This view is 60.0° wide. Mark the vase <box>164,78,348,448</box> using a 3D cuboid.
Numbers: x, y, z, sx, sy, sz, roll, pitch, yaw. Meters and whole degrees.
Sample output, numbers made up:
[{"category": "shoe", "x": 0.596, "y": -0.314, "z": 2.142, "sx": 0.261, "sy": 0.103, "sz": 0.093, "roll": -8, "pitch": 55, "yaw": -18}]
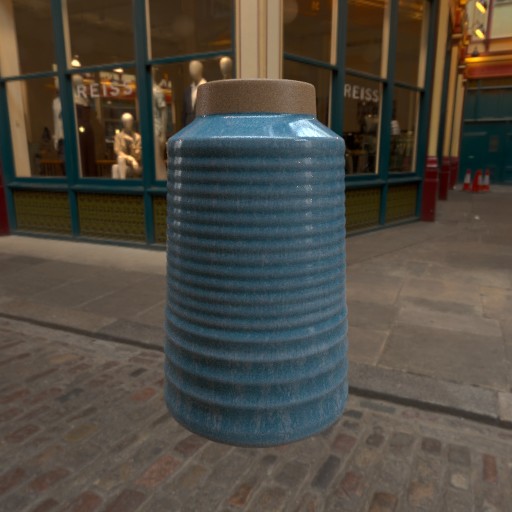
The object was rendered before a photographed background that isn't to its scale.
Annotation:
[{"category": "vase", "x": 0.000, "y": 0.000, "z": 0.372, "sx": 0.163, "sy": 0.267, "sz": 0.163, "roll": 0, "pitch": 13, "yaw": 0}]
